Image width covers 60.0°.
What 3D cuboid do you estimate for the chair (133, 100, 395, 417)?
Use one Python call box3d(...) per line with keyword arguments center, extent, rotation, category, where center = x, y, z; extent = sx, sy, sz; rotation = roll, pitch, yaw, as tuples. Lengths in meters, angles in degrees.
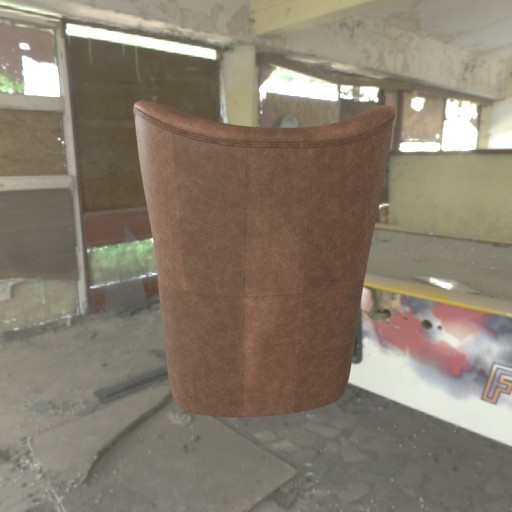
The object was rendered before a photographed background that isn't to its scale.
box3d(center=(0.000, 0.000, 1.734), extent=(0.831, 1.079, 0.930), rotation=(-2, 13, -9), category="chair")
